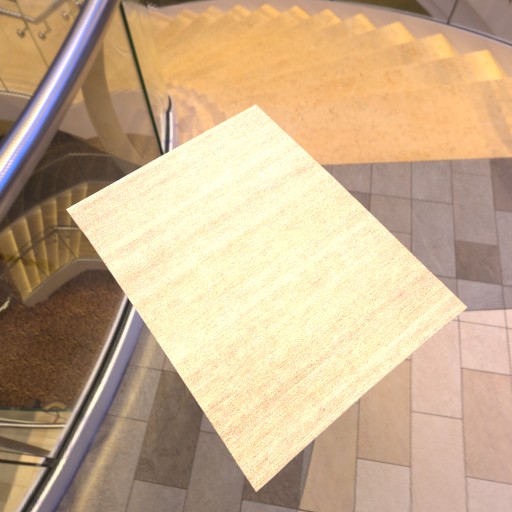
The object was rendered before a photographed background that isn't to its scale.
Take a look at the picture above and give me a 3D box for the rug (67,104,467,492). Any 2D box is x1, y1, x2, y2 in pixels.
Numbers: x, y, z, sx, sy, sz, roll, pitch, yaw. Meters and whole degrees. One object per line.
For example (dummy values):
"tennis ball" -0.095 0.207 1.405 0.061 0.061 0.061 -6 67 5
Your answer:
"rug" 0.000 0.000 4.325 2.467 0.046 3.245 -34 68 -16
